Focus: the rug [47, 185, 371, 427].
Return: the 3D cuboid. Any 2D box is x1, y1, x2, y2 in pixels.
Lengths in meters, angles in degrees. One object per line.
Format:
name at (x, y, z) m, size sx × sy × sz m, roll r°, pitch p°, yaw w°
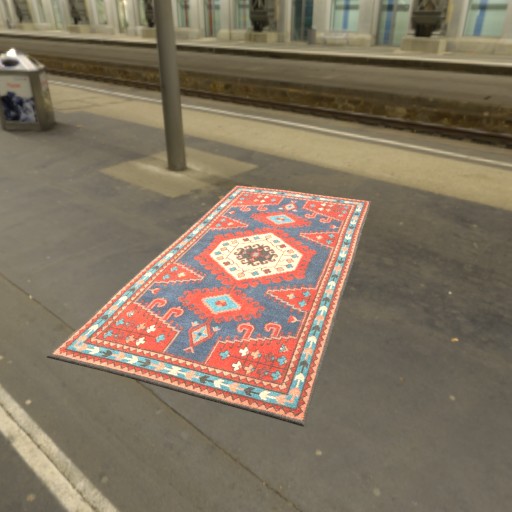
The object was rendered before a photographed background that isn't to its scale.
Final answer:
rug at (0.000, 0.000, 3.592) m, size 1.522 × 0.034 × 3.032 m, roll 9°, pitch 30°, yaw 16°
